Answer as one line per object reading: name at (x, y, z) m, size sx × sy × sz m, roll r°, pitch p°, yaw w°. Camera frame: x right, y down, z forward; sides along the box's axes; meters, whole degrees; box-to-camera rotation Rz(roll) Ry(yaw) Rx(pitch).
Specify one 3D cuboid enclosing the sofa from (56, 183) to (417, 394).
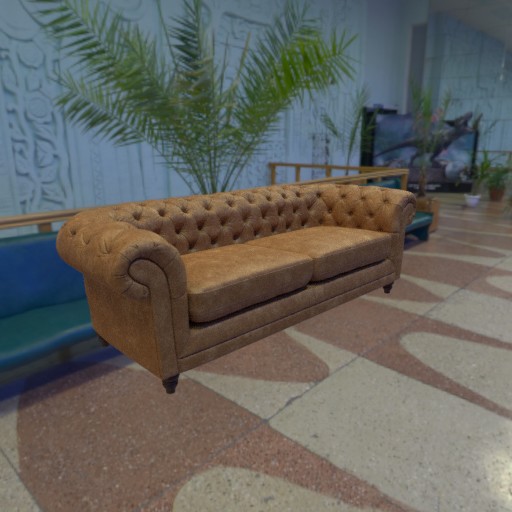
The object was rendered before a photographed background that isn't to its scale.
sofa at (0.000, 0.000, 2.814) m, size 2.365 × 0.760 × 0.989 m, roll -14°, pitch 21°, yaw -42°
